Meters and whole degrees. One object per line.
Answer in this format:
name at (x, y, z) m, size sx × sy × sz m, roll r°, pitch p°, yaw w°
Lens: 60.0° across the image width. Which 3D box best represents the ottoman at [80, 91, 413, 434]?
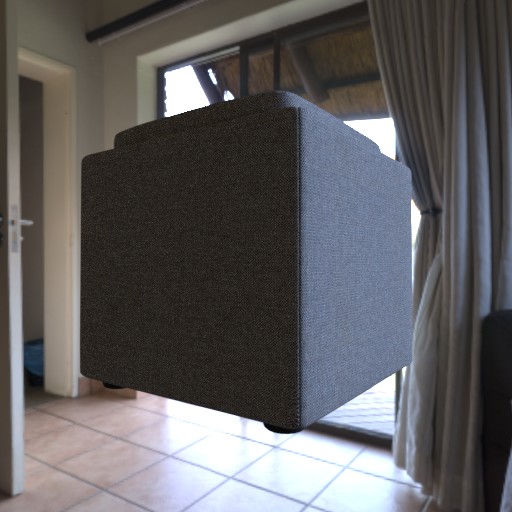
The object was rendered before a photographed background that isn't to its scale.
ottoman at (0.000, 0.000, 0.825) m, size 0.450 × 0.460 × 0.450 m, roll -1°, pitch -1°, yaw 36°
